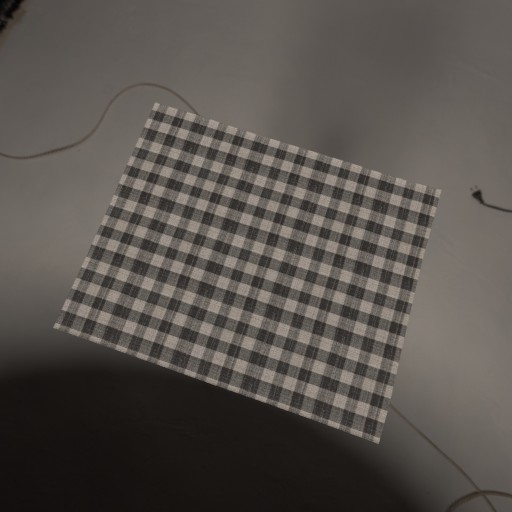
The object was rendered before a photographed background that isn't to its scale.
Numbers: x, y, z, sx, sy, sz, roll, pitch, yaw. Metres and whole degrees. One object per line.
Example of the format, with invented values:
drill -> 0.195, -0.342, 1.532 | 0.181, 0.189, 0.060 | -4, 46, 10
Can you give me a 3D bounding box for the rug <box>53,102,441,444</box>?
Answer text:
rug -> 0.000, 0.000, 4.149 | 3.021, 0.013, 2.432 | 18, 76, 5
